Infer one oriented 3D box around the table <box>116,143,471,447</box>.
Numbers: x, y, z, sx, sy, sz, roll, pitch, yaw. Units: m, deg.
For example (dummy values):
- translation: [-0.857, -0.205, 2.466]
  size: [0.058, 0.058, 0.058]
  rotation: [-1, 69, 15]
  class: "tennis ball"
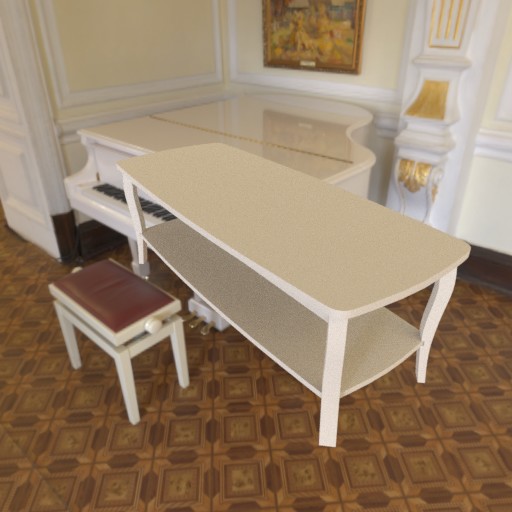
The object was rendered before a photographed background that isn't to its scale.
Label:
- translation: [0.000, 0.000, 1.615]
  size: [0.561, 0.474, 1.334]
  rotation: [-20, 35, -31]
  class: "table"
